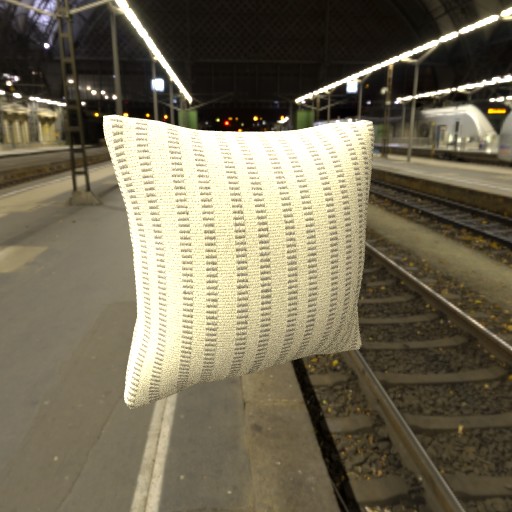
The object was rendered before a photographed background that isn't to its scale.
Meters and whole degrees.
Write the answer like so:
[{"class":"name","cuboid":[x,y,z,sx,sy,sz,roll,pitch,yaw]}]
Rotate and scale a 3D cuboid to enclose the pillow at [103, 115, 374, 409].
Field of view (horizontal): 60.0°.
[{"class":"pillow","cuboid":[0.000,0.000,0.702,0.438,0.419,0.247,-7,17,-25]}]
